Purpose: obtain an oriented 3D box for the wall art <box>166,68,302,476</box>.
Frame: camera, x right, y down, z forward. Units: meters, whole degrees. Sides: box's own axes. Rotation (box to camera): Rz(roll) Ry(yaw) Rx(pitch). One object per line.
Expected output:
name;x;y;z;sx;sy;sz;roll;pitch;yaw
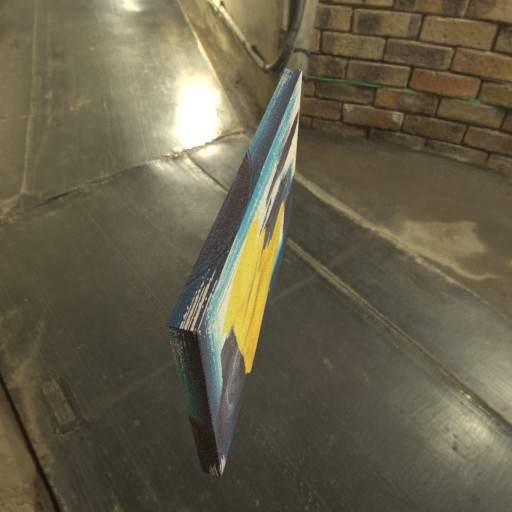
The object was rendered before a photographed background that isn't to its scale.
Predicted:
wall art;0.000;0.000;0.778;0.033;0.406;0.609;10;47;9
